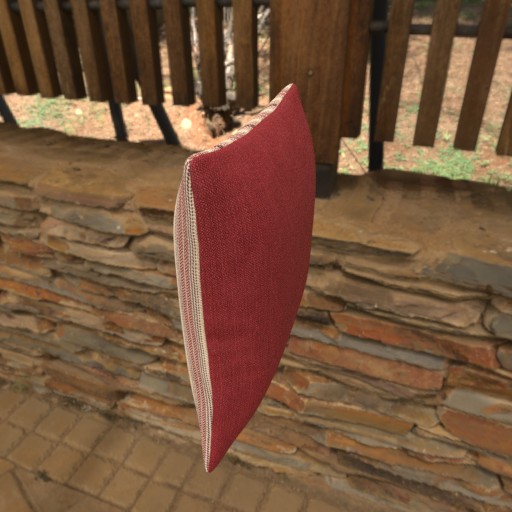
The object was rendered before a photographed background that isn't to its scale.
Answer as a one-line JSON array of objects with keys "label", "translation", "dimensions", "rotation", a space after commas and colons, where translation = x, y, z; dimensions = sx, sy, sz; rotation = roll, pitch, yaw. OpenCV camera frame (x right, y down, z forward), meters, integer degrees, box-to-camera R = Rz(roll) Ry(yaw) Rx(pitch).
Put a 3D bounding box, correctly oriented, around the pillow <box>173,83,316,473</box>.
[{"label": "pillow", "translation": [0.000, 0.000, 0.770], "dimensions": [0.166, 0.497, 0.513], "rotation": [8, 31, 14]}]
